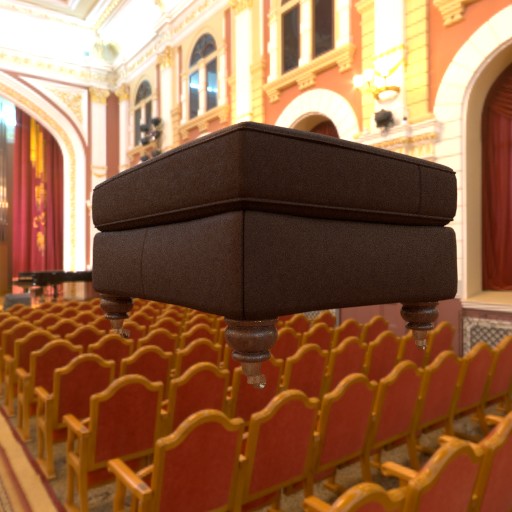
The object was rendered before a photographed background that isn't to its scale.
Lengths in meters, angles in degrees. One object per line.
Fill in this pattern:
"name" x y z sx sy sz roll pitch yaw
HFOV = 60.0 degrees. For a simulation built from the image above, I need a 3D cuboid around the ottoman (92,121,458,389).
"ottoman" 0.000 0.000 1.782 0.967 0.730 1.187 0 -1 -37
